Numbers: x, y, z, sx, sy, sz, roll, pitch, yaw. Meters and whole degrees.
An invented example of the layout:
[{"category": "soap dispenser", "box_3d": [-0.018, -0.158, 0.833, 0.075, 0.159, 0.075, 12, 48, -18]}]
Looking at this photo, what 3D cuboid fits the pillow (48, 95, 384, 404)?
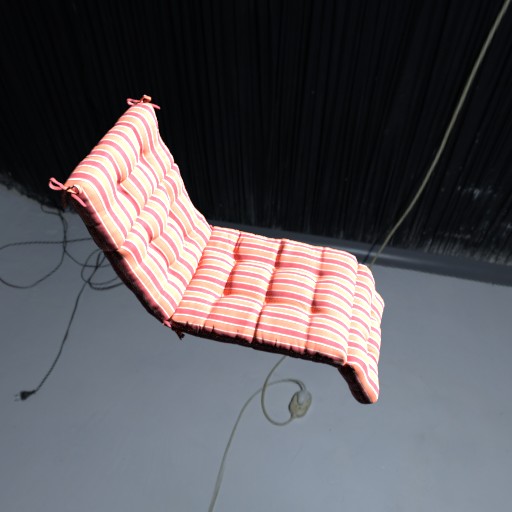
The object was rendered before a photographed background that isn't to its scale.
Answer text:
[{"category": "pillow", "box_3d": [0.000, 0.000, 1.544, 1.016, 0.863, 0.526, 10, 48, 9]}]
